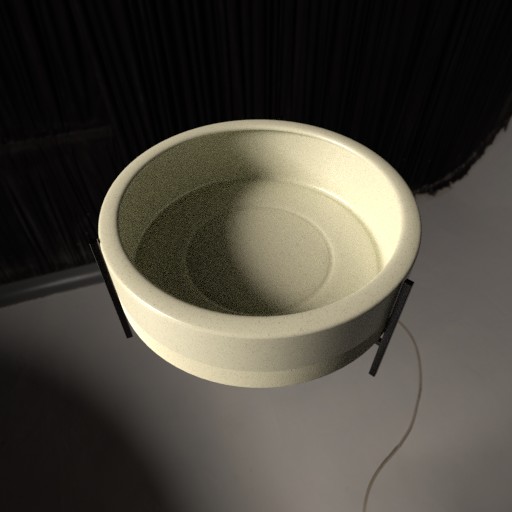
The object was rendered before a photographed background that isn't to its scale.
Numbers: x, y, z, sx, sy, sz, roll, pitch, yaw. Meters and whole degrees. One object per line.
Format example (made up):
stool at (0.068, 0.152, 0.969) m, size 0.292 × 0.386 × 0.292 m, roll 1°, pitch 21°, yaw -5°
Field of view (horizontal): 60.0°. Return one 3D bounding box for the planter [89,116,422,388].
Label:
planter at (0.000, 0.000, 0.531) m, size 0.345 × 0.171 × 0.336 m, roll -15°, pitch 49°, yaw -13°
